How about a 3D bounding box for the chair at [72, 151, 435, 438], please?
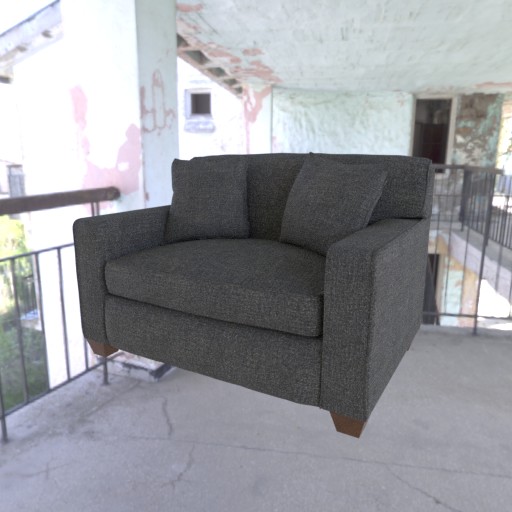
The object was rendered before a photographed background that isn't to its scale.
[{"bbox_3d":[0.000,0.000,2.067,1.383,0.948,1.000,7,15,29],"label":"chair"}]
